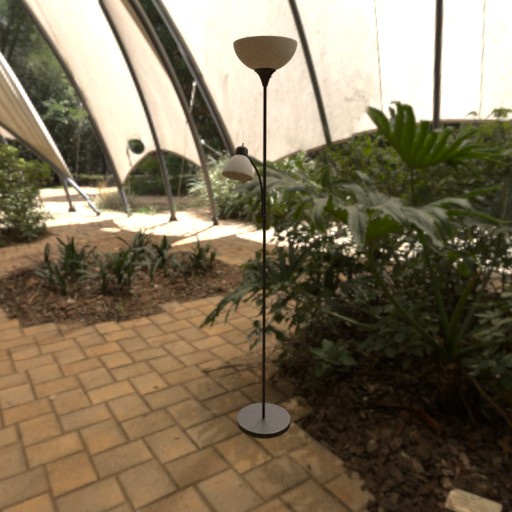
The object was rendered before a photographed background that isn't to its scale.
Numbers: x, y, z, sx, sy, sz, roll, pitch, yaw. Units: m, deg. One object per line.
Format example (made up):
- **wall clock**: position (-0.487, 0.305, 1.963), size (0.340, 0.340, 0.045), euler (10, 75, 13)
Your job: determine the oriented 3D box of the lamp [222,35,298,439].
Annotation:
- **lamp**: position (0.000, 0.000, 2.004), size (0.279, 1.804, 0.442), euler (7, 15, 26)
